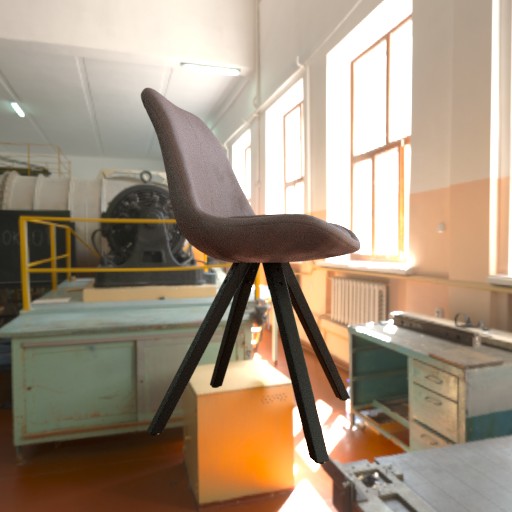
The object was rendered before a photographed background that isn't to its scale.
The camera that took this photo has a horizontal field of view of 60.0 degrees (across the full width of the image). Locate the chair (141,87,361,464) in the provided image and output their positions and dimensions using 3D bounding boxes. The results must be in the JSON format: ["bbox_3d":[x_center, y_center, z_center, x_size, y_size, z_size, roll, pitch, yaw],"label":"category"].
[{"bbox_3d":[0.000,0.000,1.191,0.547,0.865,0.483,0,2,18],"label":"chair"}]
